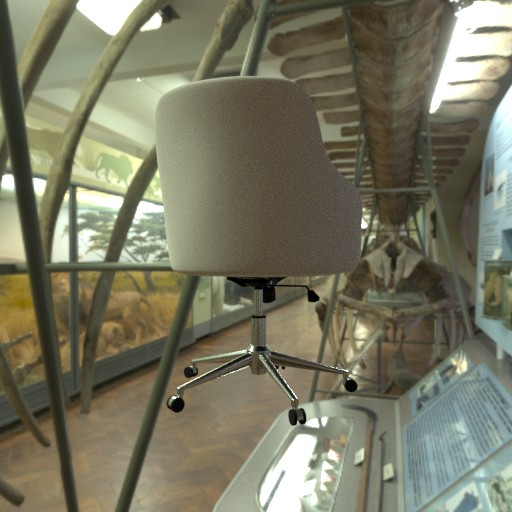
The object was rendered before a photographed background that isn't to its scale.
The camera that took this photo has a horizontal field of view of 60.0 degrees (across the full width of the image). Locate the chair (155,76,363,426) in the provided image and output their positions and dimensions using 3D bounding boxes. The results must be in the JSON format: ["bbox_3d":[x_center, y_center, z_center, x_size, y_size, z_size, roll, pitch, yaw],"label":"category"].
[{"bbox_3d":[0.000,0.000,1.314,0.602,0.819,0.647,0,0,17],"label":"chair"}]
